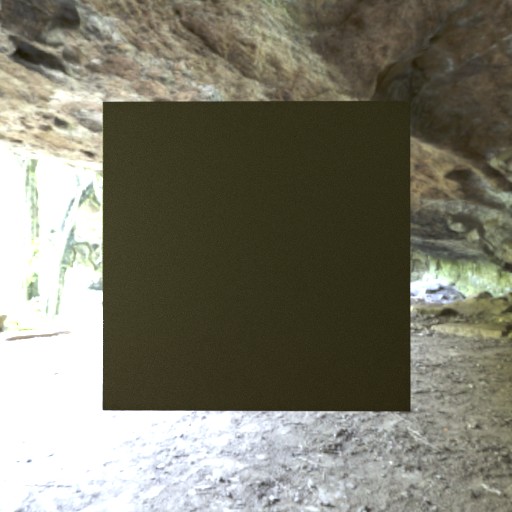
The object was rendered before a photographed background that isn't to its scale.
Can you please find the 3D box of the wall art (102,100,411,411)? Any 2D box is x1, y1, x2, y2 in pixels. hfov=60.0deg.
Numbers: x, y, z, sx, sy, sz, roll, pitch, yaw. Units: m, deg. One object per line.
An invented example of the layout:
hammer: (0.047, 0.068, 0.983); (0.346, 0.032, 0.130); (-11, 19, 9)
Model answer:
wall art: (0.000, 0.000, 0.738); (0.503, 0.506, 0.031); (0, 0, 0)
